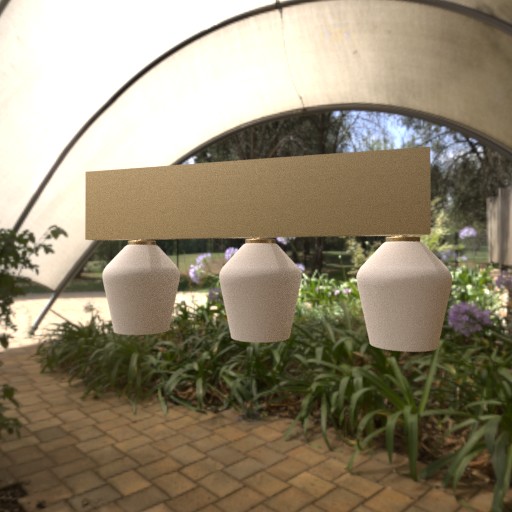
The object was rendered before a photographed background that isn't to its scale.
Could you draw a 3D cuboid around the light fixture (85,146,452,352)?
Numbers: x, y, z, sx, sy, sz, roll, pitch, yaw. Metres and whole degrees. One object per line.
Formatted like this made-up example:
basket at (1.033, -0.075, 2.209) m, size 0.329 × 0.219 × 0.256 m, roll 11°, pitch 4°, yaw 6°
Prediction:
light fixture at (0.000, 0.000, 0.743) m, size 0.609 × 0.280 × 0.190 m, roll 0°, pitch -1°, yaw 18°
